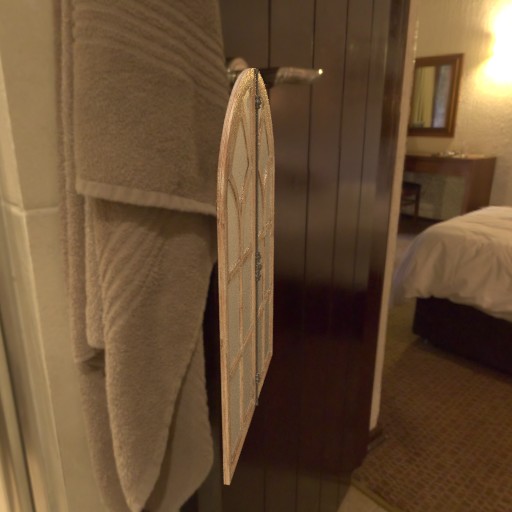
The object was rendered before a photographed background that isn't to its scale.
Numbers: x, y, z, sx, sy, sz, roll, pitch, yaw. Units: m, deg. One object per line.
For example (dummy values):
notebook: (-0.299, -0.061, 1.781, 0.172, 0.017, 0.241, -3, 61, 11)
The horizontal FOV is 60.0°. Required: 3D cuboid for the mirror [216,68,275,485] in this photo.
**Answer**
mirror: (0.000, 0.000, 1.169, 0.032, 0.915, 0.609, 3, 17, 11)
